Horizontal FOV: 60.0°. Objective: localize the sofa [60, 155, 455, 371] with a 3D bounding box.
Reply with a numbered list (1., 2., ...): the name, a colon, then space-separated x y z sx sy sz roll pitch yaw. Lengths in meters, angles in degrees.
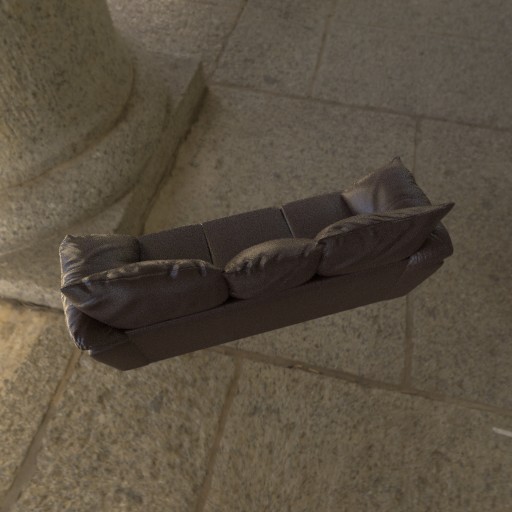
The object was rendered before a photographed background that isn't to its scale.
1. sofa: 0.000 0.000 2.913 2.390 1.091 0.907 -14 58 -9
